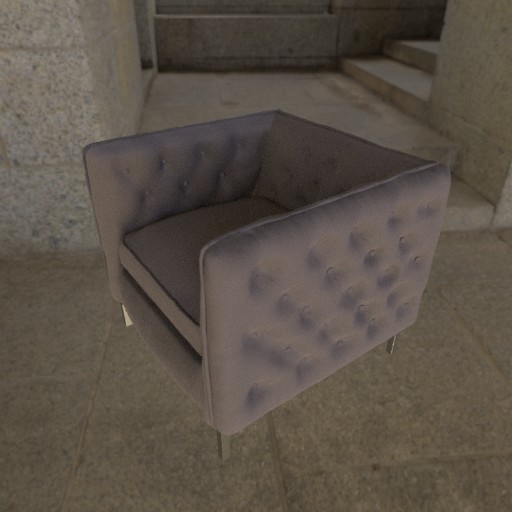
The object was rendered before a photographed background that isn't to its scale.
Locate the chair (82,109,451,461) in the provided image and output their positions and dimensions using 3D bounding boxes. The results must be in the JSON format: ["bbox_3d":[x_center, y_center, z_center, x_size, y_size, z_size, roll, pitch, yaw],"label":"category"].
[{"bbox_3d":[0.000,0.000,1.655,0.913,0.807,0.946,-21,37,-30],"label":"chair"}]
